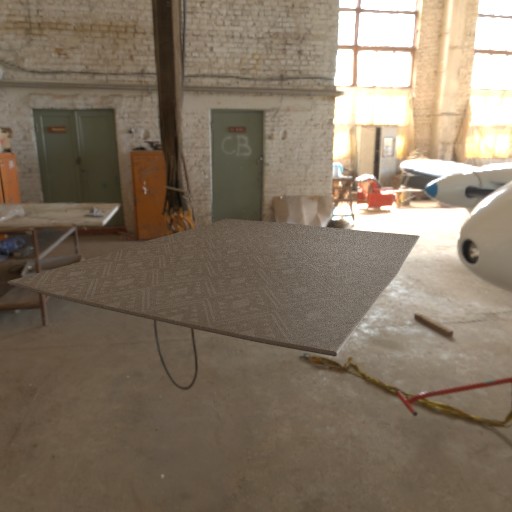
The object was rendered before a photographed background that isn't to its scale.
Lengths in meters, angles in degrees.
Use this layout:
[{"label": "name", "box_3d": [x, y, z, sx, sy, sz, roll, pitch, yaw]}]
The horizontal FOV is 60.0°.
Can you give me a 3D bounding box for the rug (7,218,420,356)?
[{"label": "rug", "box_3d": [0.000, 0.000, 3.889, 2.399, 0.054, 3.011, 7, 16, 26]}]
